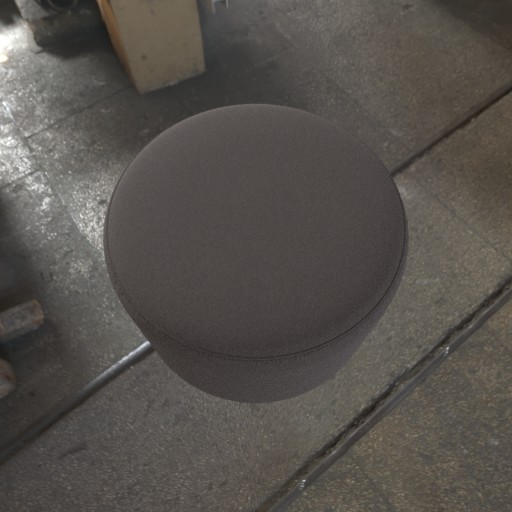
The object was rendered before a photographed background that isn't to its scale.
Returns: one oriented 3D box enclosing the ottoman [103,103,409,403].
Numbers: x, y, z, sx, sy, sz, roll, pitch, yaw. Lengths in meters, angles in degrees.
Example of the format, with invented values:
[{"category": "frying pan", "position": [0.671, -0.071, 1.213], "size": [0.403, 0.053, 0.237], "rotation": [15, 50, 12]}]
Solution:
[{"category": "ottoman", "position": [0.000, 0.000, 1.027], "size": [0.608, 0.433, 0.608], "rotation": [0, 63, 0]}]
